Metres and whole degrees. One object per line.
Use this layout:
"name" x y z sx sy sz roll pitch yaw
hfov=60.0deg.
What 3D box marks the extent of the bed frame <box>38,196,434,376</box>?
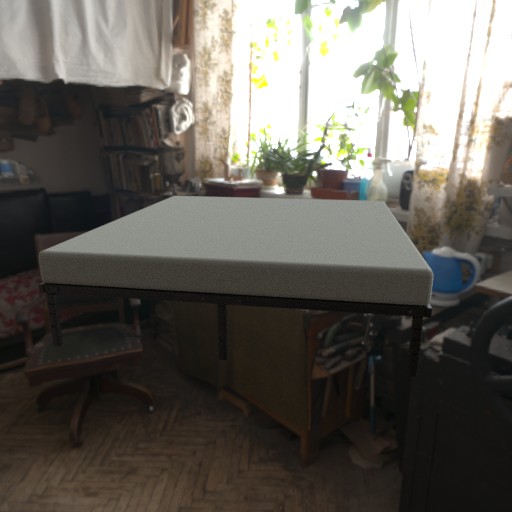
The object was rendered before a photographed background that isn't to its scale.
"bed frame" 0.000 0.000 4.042 2.526 0.680 2.635 3 16 9
